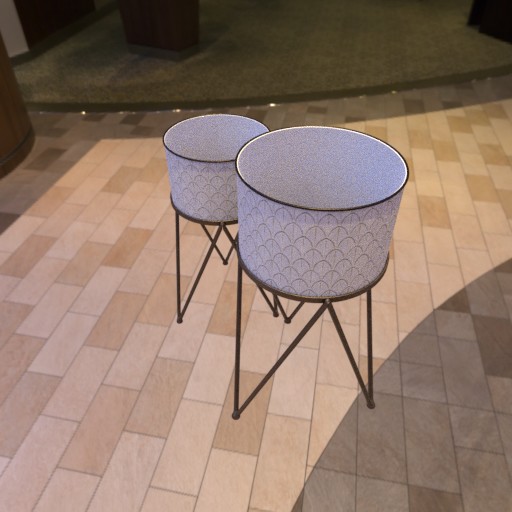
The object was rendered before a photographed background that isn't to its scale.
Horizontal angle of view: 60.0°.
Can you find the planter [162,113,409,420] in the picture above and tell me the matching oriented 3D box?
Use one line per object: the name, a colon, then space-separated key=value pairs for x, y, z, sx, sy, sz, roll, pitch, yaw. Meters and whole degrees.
planter: x=0.000 y=0.000 z=1.189 sx=0.413 sy=0.712 sz=0.769 roll=-24 pitch=46 yaw=-26
